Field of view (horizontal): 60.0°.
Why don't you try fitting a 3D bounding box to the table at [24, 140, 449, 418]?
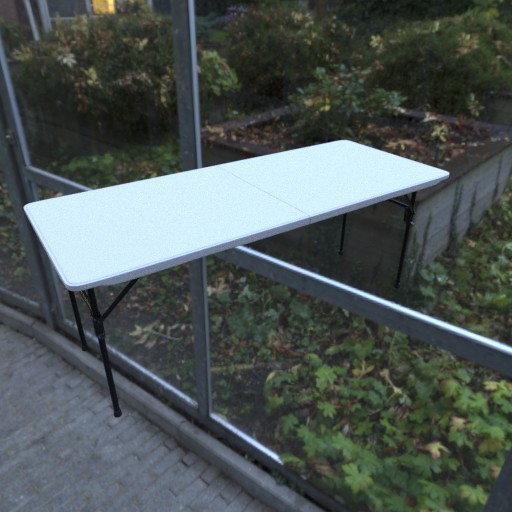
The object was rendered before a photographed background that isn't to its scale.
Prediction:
[{"bbox_3d":[0.000,0.000,2.182,1.829,0.719,0.761,-18,34,-29],"label":"table"}]
